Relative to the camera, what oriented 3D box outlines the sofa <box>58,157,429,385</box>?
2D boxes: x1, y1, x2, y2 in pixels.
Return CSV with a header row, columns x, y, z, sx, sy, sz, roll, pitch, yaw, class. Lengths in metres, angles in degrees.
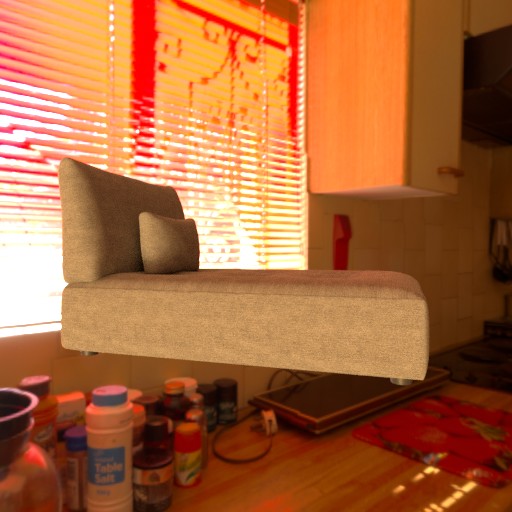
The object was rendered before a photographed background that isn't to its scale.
x,y,z,sx,sy,sz,roll,pitch,yaw,class
0.000,0.000,2.020,1.450,0.820,0.930,0,1,18,sofa
